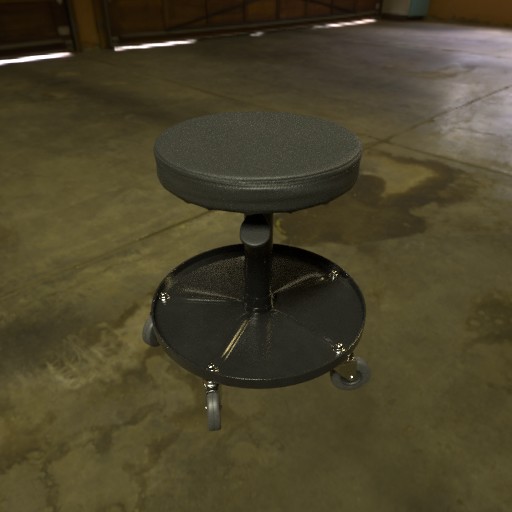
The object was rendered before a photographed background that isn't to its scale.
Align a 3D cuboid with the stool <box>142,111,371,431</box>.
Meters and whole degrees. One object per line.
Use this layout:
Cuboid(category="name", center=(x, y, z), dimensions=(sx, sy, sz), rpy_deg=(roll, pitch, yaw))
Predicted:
Cuboid(category="stool", center=(0.000, 0.000, 0.676), dimensions=(0.381, 0.365, 0.382), rpy_deg=(1, 33, 1))
